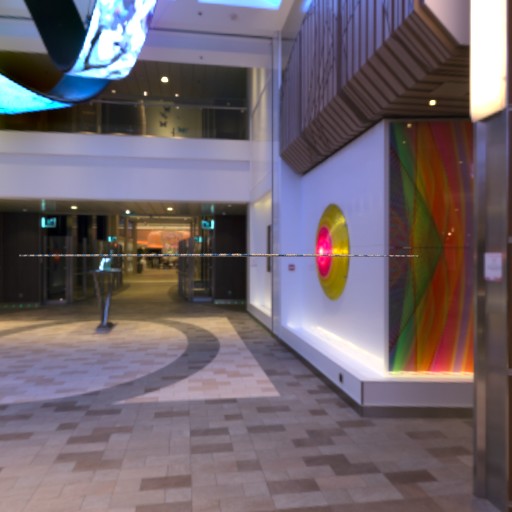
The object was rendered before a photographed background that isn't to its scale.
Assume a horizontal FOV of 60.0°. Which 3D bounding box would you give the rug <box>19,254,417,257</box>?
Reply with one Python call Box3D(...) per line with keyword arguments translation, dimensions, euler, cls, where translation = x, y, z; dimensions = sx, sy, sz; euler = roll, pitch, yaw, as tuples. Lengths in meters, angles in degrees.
Box3D(translation=(0.000, 0.000, 3.041), dimensions=(1.531, 0.008, 2.439), euler=(0, 0, 35), cls="rug")
